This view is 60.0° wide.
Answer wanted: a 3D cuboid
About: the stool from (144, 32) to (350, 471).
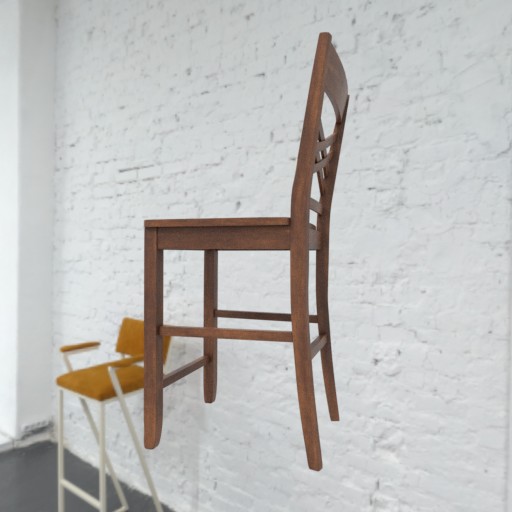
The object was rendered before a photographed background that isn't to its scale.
[{"bbox_3d":[0.000,0.000,1.355,0.539,1.079,0.462,0,0,18],"label":"stool"}]
